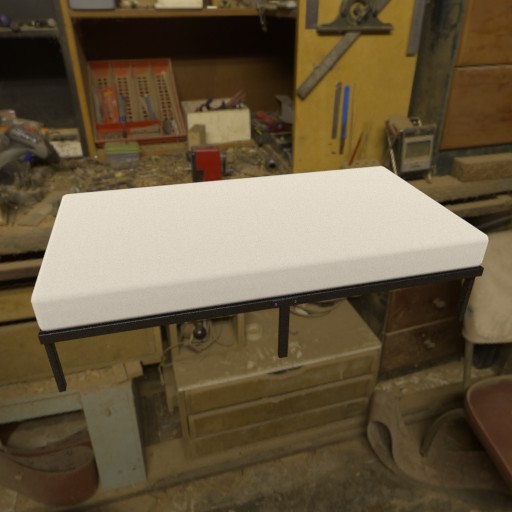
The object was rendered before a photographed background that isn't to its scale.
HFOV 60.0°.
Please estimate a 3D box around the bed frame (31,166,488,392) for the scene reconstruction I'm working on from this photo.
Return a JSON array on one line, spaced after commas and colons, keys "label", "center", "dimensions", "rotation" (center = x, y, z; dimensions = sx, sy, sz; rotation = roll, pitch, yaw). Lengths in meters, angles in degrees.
[{"label": "bed frame", "center": [0.000, 0.000, 3.152], "dimensions": [2.635, 0.680, 1.393], "rotation": [-7, 31, -12]}]
